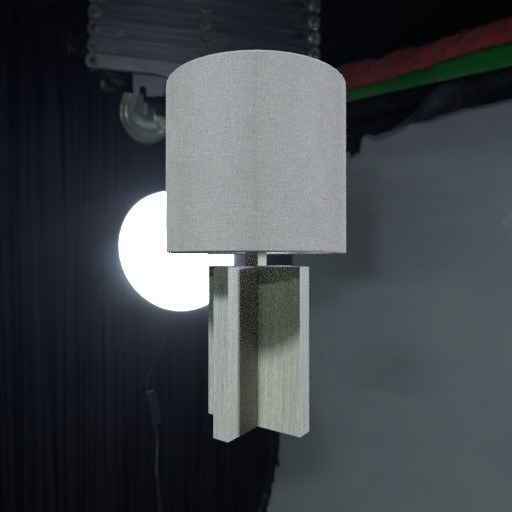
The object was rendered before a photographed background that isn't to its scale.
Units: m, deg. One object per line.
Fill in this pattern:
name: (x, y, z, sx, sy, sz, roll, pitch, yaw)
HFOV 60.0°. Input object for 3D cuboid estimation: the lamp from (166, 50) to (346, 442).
lamp: (0.000, 0.000, 0.573, 0.229, 0.428, 0.229, 0, -1, 35)
